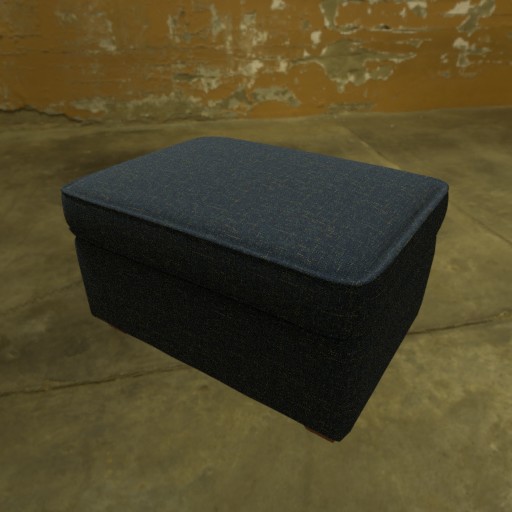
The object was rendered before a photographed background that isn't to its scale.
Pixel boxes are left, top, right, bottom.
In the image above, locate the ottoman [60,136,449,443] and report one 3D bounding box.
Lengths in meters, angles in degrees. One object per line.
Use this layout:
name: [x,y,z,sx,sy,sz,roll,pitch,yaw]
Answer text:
ottoman: [0.000,0.000,1.085,0.749,0.450,0.549,18,35,29]
